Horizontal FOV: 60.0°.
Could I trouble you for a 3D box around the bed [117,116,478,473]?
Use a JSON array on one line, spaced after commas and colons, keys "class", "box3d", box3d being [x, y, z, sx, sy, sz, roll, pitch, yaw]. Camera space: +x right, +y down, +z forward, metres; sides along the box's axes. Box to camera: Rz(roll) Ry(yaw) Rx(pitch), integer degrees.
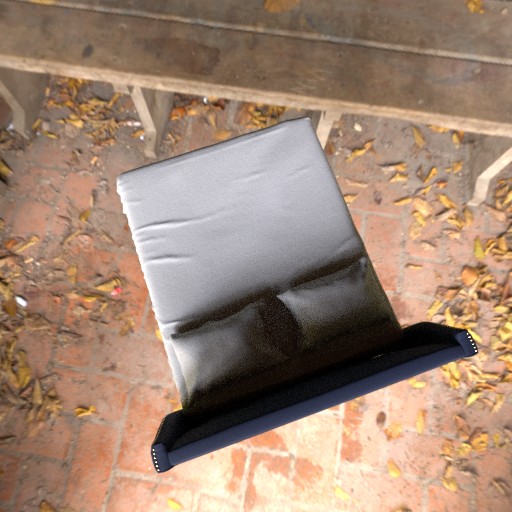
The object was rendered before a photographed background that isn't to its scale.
[{"class": "bed", "box3d": [0.000, 0.000, 3.324, 1.925, 1.332, 2.276, -19, 75, -5]}]
